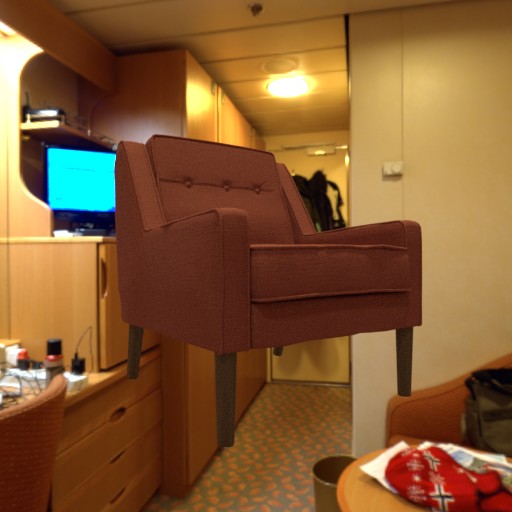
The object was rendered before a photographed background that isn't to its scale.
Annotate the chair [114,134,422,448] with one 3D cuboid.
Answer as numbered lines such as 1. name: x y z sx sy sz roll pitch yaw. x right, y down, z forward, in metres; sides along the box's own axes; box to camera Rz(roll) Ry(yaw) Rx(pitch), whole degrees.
1. chair: 0.000 0.000 1.374 0.680 0.812 0.770 0 0 -34
